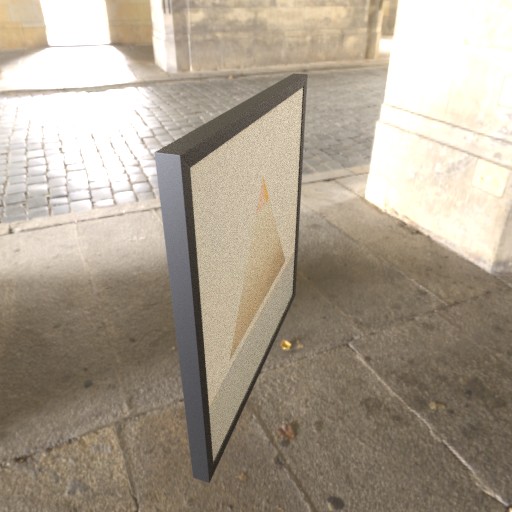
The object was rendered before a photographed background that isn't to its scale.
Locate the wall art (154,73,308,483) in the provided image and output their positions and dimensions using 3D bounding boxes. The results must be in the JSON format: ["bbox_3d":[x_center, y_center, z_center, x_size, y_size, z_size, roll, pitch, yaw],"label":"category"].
[{"bbox_3d":[0.000,0.000,1.134,0.042,0.766,0.769,10,32,16],"label":"wall art"}]
